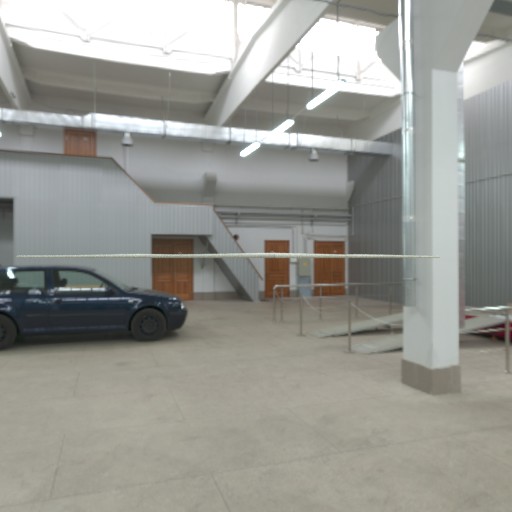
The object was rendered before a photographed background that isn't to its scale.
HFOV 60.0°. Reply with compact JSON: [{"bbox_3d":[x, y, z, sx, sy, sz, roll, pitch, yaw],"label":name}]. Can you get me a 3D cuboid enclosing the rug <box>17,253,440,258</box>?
[{"bbox_3d":[0.000,0.000,3.795,2.311,0.032,2.921,0,0,36],"label":"rug"}]
